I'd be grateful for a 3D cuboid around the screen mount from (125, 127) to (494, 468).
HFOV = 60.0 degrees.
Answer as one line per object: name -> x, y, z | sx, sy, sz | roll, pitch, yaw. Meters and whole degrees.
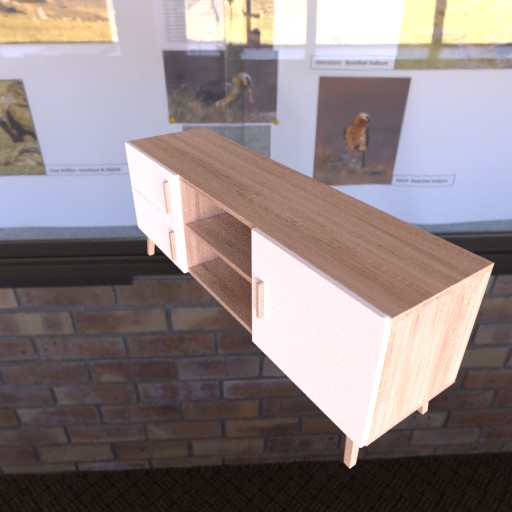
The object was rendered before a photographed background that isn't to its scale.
screen mount -> 0.000, 0.000, 1.688 | 0.420, 0.570, 1.500 | -20, 37, -29
